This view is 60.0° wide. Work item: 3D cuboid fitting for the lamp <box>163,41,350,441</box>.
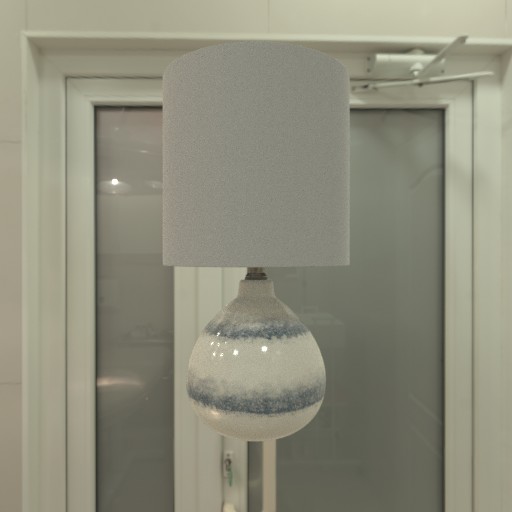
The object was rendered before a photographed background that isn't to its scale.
[{"bbox_3d":[0.000,0.000,0.525,0.216,0.404,0.216,0,0,-1],"label":"lamp"}]
